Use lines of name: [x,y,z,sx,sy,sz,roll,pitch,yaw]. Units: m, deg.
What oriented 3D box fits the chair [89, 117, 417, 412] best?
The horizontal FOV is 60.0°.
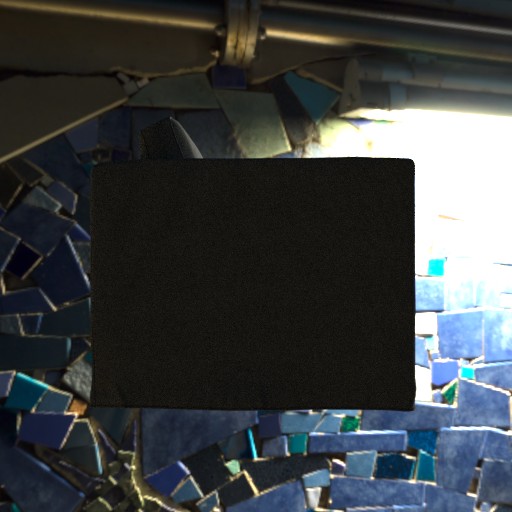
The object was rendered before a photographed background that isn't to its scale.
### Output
chair: [0.000,0.000,1.747,0.949,0.863,1.057,0,0,1]
